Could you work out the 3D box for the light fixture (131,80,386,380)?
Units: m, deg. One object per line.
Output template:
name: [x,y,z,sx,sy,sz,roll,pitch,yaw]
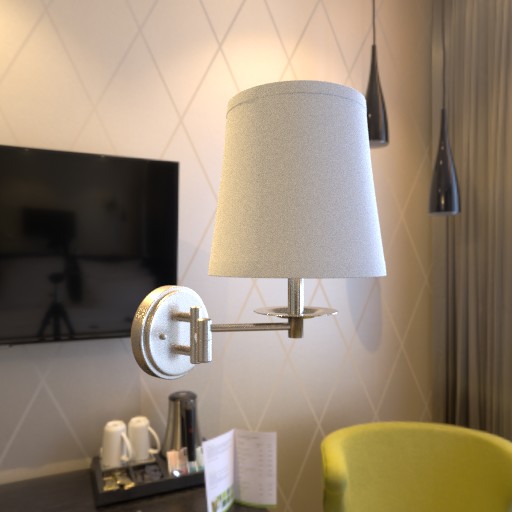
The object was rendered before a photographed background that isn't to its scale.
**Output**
light fixture: [0.000,0.000,0.604,0.348,0.381,0.223,0,-1,35]
